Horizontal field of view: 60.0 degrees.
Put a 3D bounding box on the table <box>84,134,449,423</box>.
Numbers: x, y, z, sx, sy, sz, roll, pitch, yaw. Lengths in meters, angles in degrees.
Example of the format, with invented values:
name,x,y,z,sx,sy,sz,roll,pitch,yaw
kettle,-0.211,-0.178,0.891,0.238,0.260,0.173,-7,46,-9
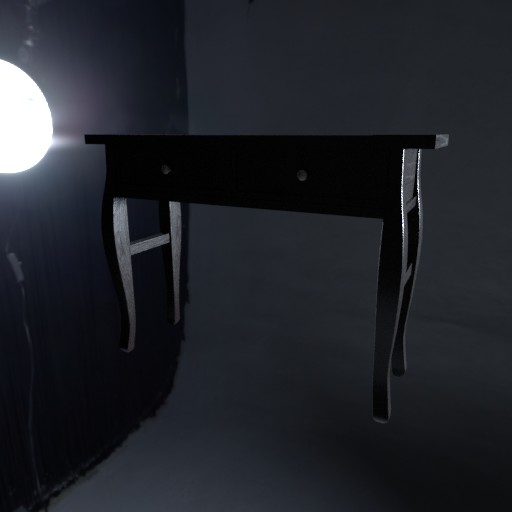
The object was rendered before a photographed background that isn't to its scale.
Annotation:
name,x,y,z,sx,sy,sz,roll,pitch,yaw
table,0.000,0.000,1.453,1.062,0.768,0.373,8,17,26
